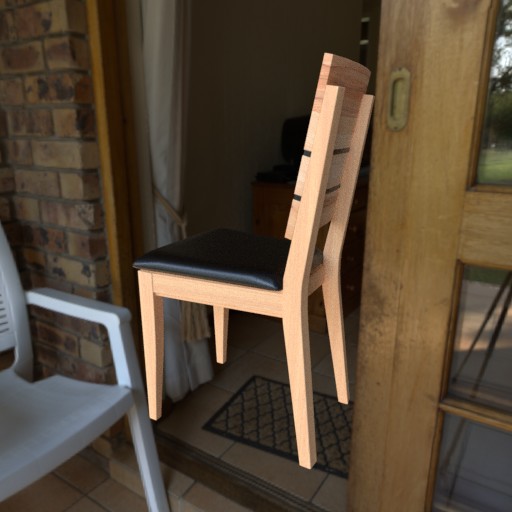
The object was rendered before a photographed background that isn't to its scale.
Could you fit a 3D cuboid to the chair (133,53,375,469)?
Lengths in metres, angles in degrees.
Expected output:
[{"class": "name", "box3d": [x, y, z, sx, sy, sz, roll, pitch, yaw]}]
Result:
[{"class": "chair", "box3d": [0.000, 0.000, 1.202, 0.520, 0.940, 0.410, 8, 18, 26]}]
